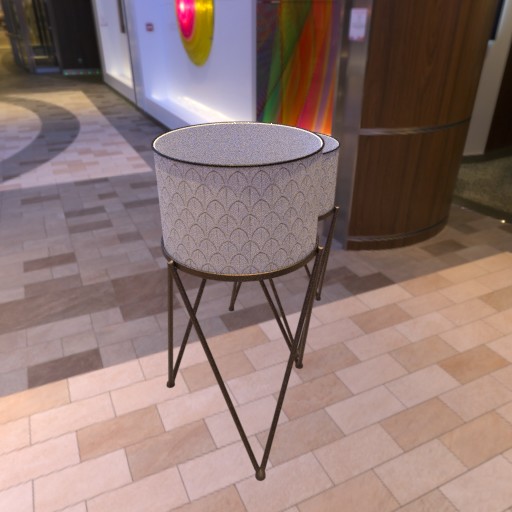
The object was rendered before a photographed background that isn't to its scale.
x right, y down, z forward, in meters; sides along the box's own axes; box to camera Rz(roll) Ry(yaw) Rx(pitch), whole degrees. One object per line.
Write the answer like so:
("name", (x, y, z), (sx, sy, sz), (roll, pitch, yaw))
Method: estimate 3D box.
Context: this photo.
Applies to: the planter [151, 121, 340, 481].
("planter", (0.000, 0.000, 1.187), (0.413, 0.712, 0.769), (9, 30, 16))
